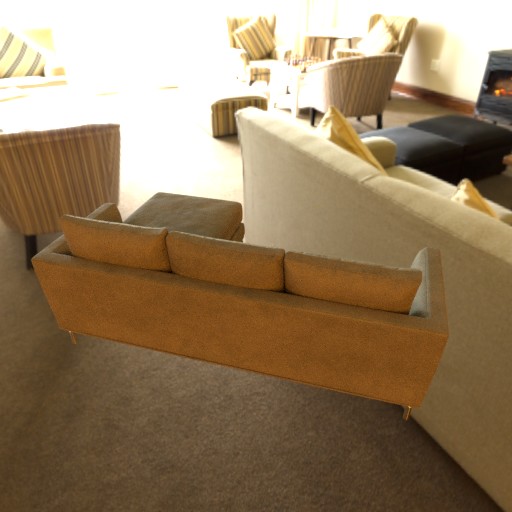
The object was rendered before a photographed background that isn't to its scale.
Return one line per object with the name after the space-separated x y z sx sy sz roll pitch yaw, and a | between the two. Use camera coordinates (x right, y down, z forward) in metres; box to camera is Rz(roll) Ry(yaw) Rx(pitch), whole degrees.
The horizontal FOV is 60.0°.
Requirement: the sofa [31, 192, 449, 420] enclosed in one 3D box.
0.000 0.000 3.227 2.438 0.987 1.622 9 34 14 | sofa
